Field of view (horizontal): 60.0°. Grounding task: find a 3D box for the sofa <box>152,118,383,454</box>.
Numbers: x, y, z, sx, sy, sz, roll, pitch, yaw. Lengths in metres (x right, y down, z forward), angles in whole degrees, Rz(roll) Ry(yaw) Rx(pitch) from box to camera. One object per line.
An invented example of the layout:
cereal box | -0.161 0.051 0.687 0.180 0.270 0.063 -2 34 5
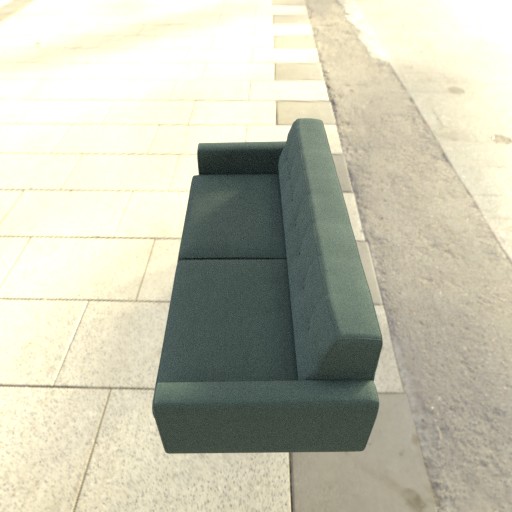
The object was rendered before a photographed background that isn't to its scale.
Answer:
sofa | 0.000 0.000 2.489 0.909 0.841 2.029 0 42 0
